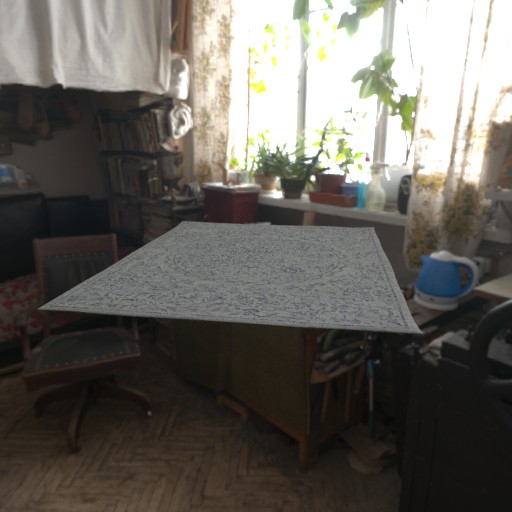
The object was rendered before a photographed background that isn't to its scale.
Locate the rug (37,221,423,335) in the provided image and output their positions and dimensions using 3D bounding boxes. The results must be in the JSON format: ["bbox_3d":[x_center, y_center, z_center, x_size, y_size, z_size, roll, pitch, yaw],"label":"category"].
[{"bbox_3d":[0.000,0.000,4.015,2.343,0.026,2.925,2,16,9],"label":"rug"}]
